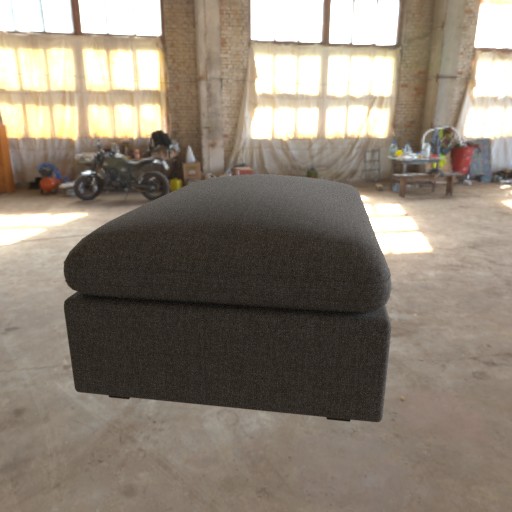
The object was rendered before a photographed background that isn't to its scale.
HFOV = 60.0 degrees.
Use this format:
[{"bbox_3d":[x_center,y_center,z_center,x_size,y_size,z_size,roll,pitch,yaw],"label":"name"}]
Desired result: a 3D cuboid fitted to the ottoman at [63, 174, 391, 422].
[{"bbox_3d":[0.000,0.000,1.422,0.711,0.483,1.041,3,17,9],"label":"ottoman"}]
